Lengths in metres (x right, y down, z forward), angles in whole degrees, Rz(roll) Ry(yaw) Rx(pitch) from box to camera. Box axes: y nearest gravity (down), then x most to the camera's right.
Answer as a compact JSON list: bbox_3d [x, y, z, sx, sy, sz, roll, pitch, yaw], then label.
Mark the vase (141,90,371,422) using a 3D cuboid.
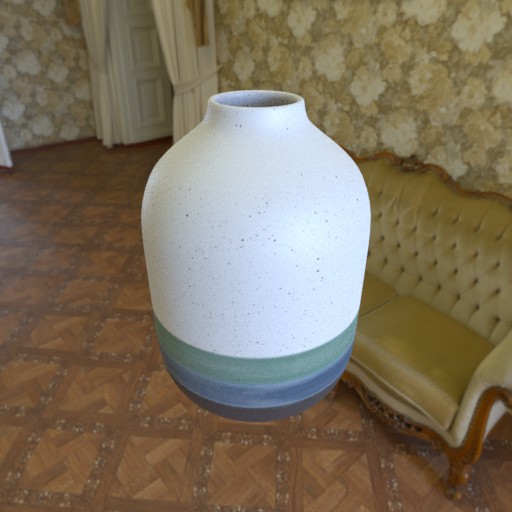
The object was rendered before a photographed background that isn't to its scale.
[{"bbox_3d":[0.000,0.000,0.352,0.169,0.240,0.169,0,30,0],"label":"vase"}]
